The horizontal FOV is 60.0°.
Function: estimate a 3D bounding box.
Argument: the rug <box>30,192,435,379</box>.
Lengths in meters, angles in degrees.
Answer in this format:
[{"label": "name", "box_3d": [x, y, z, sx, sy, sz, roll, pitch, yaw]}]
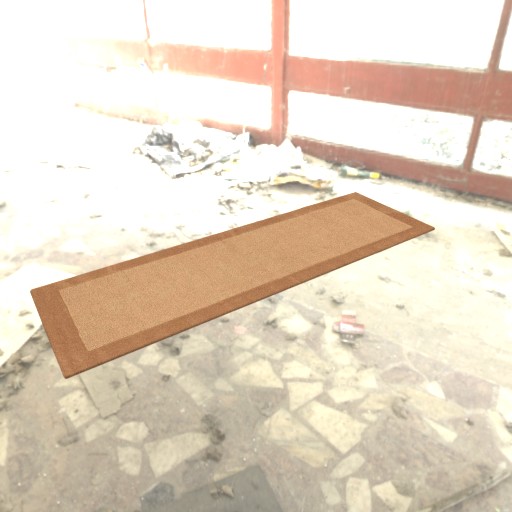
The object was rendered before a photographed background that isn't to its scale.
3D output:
[{"label": "rug", "box_3d": [0.000, 0.000, 2.705, 2.439, 0.017, 0.764, -19, 36, -29]}]
